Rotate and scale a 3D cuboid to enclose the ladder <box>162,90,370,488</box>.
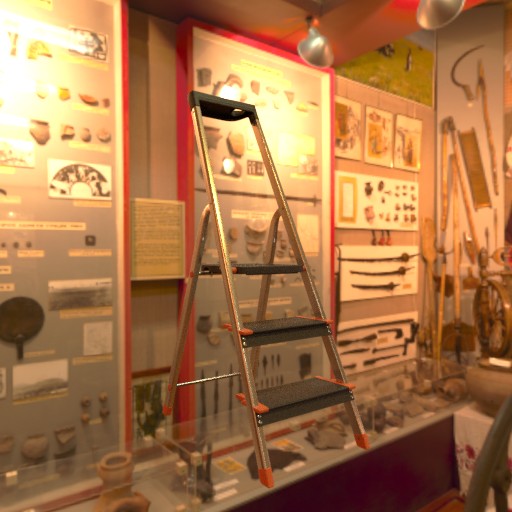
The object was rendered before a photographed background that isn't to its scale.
[{"bbox_3d":[0.000,0.000,1.569,0.416,1.229,0.686,0,1,-36],"label":"ladder"}]
